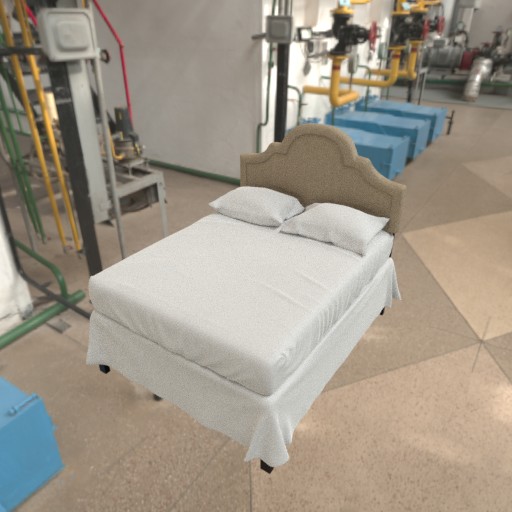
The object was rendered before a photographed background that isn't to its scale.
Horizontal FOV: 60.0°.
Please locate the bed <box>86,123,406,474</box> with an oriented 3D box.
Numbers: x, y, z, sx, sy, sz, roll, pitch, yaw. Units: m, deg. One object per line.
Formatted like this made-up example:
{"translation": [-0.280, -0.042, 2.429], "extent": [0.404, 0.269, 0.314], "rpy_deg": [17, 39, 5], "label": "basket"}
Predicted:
{"translation": [0.000, 0.000, 3.393], "extent": [1.780, 1.634, 2.222], "rpy_deg": [18, 34, 29], "label": "bed"}
